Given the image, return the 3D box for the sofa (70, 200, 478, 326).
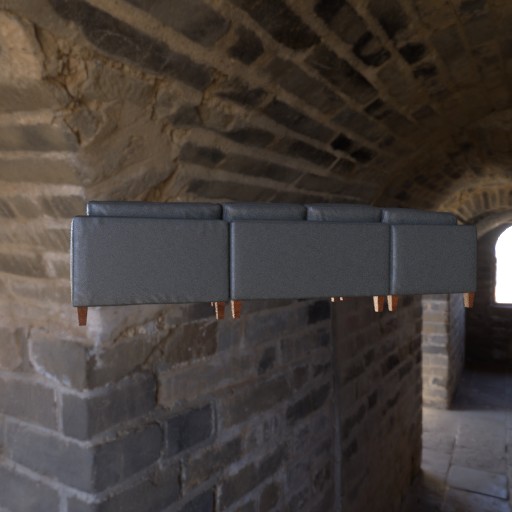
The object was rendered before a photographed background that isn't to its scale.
[{"bbox_3d":[0.000,0.000,4.721,3.460,0.923,2.593,0,1,-17],"label":"sofa"}]
